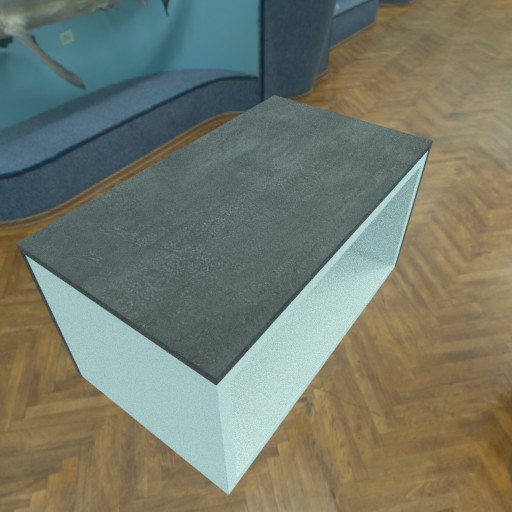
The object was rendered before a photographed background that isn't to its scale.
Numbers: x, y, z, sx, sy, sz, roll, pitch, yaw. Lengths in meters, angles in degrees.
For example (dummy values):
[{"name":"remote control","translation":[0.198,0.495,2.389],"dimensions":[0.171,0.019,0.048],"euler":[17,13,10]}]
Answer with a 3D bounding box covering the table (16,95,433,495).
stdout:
[{"name":"table","translation":[0.000,0.000,0.918],"dimensions":[0.400,0.350,0.700],"euler":[26,48,26]}]
